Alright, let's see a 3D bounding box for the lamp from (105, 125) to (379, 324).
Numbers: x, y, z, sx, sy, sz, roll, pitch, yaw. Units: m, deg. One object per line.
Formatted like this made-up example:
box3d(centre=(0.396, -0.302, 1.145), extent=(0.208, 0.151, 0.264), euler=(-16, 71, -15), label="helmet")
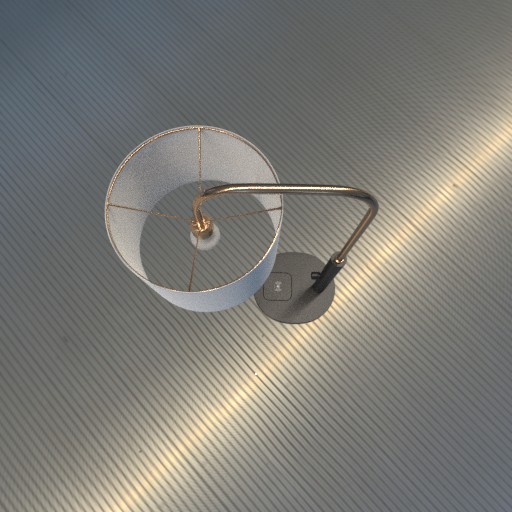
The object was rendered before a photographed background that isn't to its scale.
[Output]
box3d(centre=(0.000, 0.000, 0.703), extent=(0.337, 0.540, 0.199), euler=(1, 75, 0), label="lamp")
